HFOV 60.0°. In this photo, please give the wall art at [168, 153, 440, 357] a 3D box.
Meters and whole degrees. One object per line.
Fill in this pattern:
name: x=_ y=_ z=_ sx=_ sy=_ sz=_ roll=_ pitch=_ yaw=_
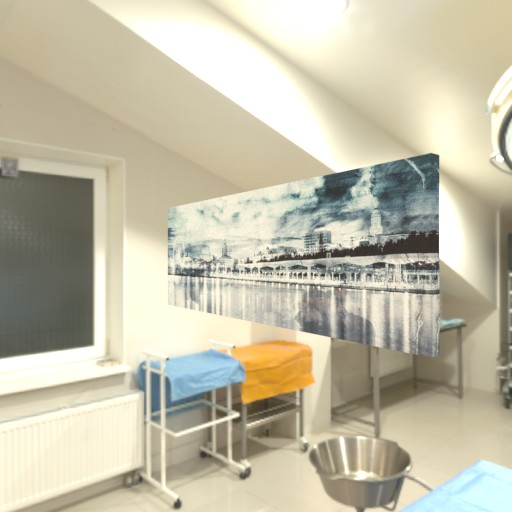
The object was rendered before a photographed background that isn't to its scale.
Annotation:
wall art: x=0.000 y=0.000 z=1.725 sx=0.037 sy=0.509 sz=1.524 roll=0 pitch=0 yaw=-36
